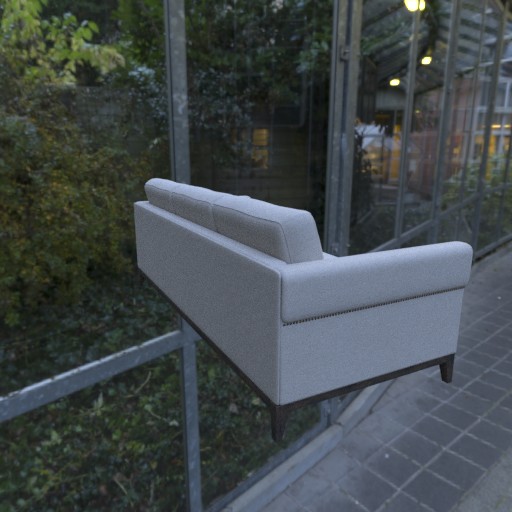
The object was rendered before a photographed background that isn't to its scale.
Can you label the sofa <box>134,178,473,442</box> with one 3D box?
[{"bbox_3d":[0.000,0.000,2.678,0.959,0.838,2.210,-7,16,-27],"label":"sofa"}]
